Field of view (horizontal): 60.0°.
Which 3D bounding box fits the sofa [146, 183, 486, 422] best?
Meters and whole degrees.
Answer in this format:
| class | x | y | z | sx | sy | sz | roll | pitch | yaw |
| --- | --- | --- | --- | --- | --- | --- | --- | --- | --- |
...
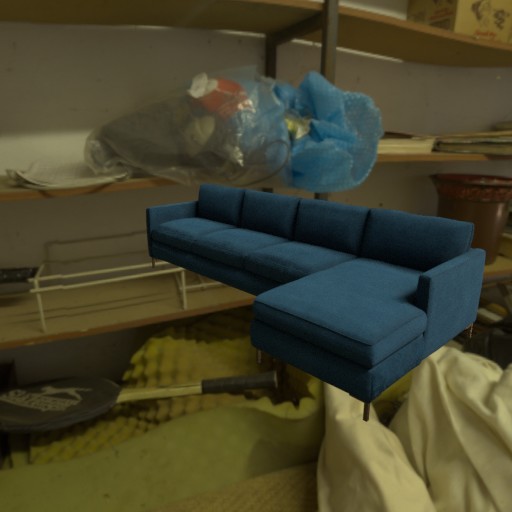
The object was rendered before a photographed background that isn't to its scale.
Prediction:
| class | x | y | z | sx | sy | sz | roll | pitch | yaw |
| --- | --- | --- | --- | --- | --- | --- | --- | --- | --- |
| sofa | 0.000 | 0.000 | 3.431 | 1.350 | 0.810 | 2.932 | -15 | 22 | -41 |
